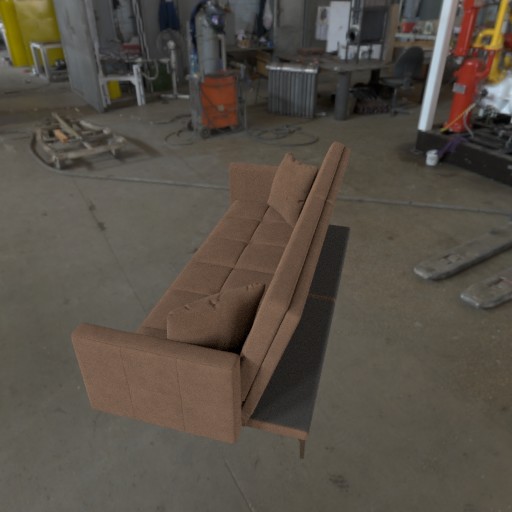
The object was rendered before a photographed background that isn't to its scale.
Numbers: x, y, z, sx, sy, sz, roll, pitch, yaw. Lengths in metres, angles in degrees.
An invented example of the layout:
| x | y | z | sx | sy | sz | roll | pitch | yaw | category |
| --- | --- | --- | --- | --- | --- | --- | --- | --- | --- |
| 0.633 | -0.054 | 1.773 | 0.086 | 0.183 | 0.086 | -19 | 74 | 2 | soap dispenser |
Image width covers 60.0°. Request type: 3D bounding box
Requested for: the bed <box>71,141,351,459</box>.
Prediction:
| x | y | z | sx | sy | sz | roll | pitch | yaw | category |
| --- | --- | --- | --- | --- | --- | --- | --- | --- | --- |
| 0.000 | 0.000 | 2.367 | 0.889 | 0.787 | 1.905 | 8 | 33 | 13 | bed |
